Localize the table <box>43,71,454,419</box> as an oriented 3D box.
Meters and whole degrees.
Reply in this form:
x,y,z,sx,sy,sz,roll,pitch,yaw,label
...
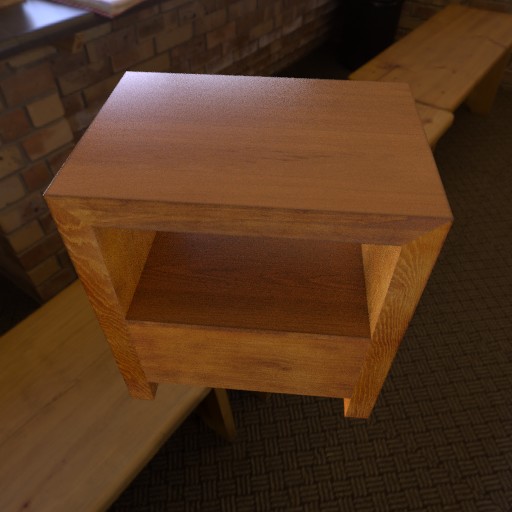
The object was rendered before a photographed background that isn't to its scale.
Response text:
x,y,z,sx,sy,sz,roll,pitch,yaw,label
0.000,0.000,0.946,0.550,0.605,0.400,4,46,4,table
